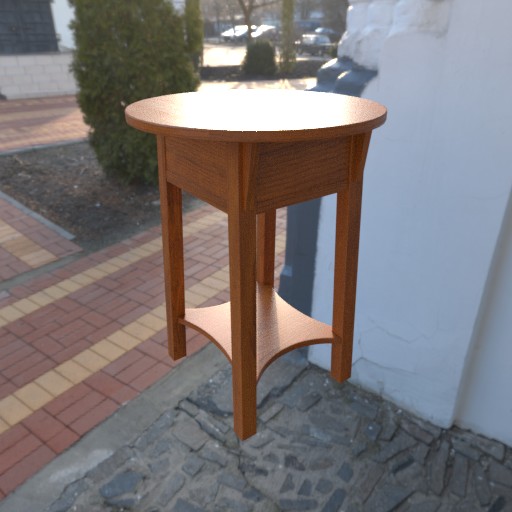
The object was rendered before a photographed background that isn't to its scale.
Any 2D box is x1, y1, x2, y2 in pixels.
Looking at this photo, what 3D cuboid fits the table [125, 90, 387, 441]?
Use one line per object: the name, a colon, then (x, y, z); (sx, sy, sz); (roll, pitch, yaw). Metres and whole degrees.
table: (0.000, 0.000, 0.935); (0.457, 0.610, 0.457); (0, 27, 0)
